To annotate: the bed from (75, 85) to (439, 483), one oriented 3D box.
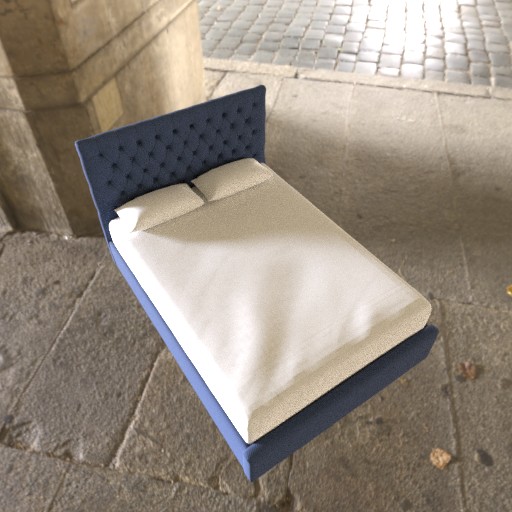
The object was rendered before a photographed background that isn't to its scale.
[{"bbox_3d":[0.000,0.000,3.430,1.706,1.427,2.387,-26,51,-23],"label":"bed"}]
